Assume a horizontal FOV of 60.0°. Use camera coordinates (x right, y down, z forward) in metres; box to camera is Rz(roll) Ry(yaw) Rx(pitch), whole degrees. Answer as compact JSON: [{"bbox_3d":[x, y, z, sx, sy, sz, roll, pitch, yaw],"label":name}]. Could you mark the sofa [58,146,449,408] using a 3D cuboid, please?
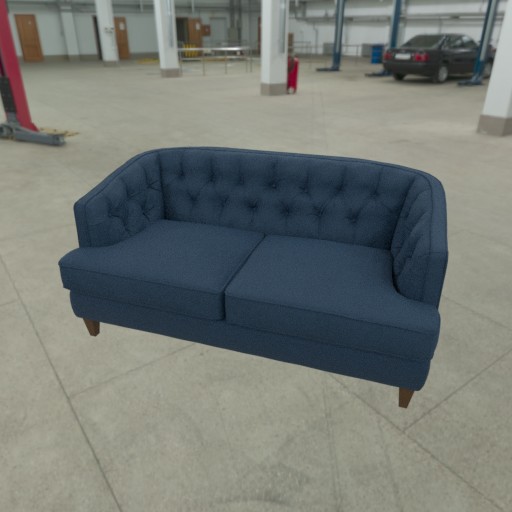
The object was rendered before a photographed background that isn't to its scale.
[{"bbox_3d":[0.000,0.000,2.251,1.733,0.854,0.941,9,28,16],"label":"sofa"}]
